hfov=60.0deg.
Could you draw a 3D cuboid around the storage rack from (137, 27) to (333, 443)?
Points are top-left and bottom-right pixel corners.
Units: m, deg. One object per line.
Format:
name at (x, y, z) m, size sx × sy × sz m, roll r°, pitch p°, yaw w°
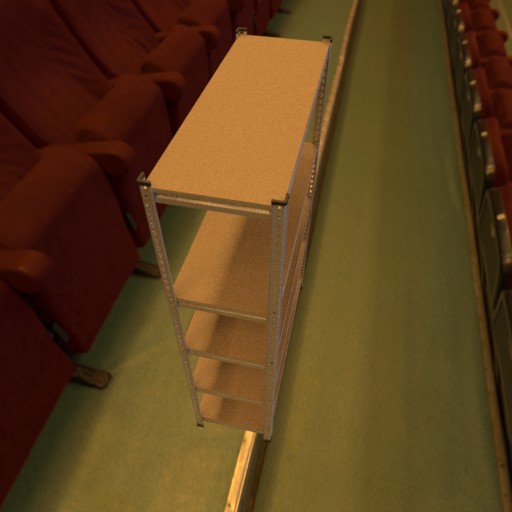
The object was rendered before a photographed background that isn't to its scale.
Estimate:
storage rack at (0.000, 0.000, 2.354) m, size 0.457 × 1.829 × 1.219 m, roll 10°, pitch 48°, yaw 9°
